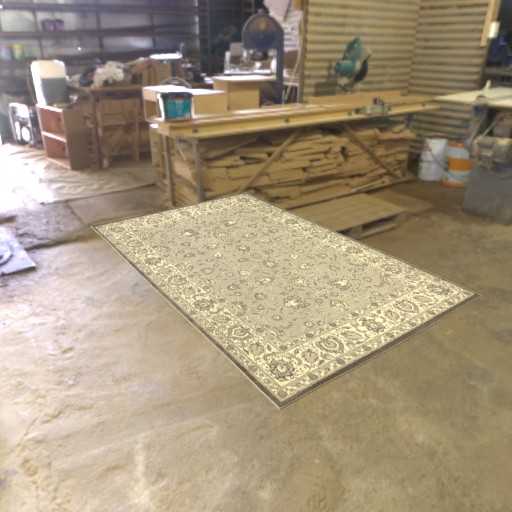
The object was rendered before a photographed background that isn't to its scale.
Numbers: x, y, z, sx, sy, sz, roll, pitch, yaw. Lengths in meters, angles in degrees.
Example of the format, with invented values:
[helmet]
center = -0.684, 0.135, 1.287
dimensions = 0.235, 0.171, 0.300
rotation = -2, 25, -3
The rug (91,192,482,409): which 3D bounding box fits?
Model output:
[rug]
center = 0.000, 0.000, 3.073
dimensions = 1.524, 0.011, 2.438
rotation = -18, 31, -32
